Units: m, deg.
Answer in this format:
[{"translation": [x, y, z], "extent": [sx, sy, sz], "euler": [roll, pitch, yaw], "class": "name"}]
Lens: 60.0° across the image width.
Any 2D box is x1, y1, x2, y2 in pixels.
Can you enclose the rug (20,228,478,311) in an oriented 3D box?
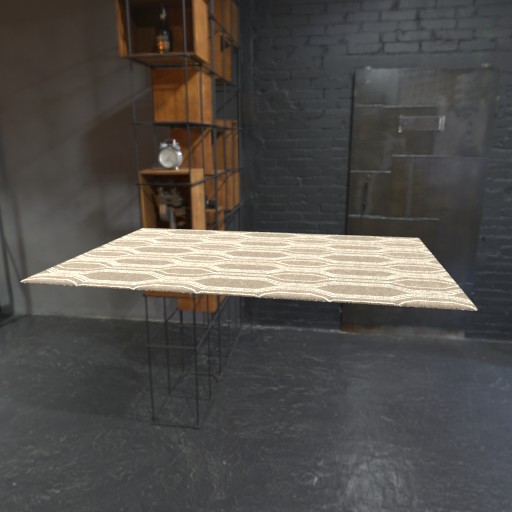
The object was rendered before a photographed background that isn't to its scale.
[{"translation": [0.000, 0.000, 2.329], "extent": [1.836, 0.012, 1.239], "euler": [3, 15, 10], "class": "rug"}]
